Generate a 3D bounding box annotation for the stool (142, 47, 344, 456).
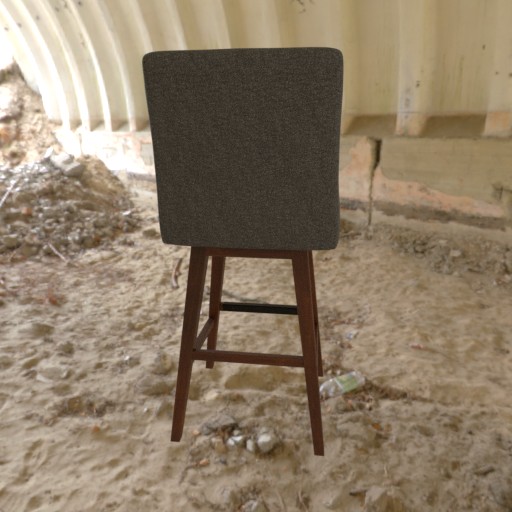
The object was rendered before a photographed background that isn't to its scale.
[{"bbox_3d":[0.000,0.000,1.338,0.489,1.068,0.572,2,16,8],"label":"stool"}]
